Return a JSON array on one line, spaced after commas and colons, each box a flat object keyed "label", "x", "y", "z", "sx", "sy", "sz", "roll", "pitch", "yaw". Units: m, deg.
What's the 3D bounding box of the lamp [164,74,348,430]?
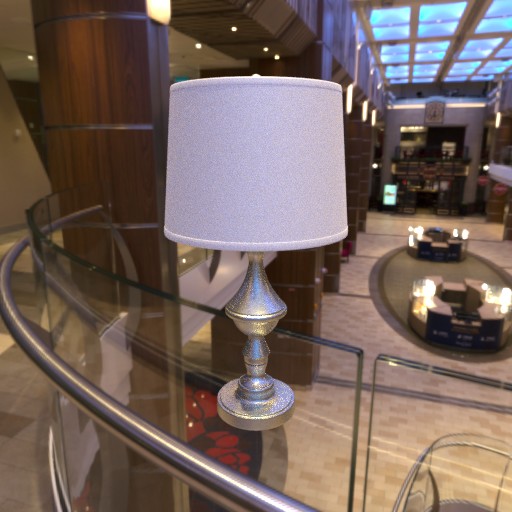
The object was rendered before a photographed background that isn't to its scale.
[{"label": "lamp", "x": 0.000, "y": 0.000, "z": 0.957, "sx": 0.383, "sy": 0.733, "sz": 0.383, "roll": 0, "pitch": 14, "yaw": 0}]
